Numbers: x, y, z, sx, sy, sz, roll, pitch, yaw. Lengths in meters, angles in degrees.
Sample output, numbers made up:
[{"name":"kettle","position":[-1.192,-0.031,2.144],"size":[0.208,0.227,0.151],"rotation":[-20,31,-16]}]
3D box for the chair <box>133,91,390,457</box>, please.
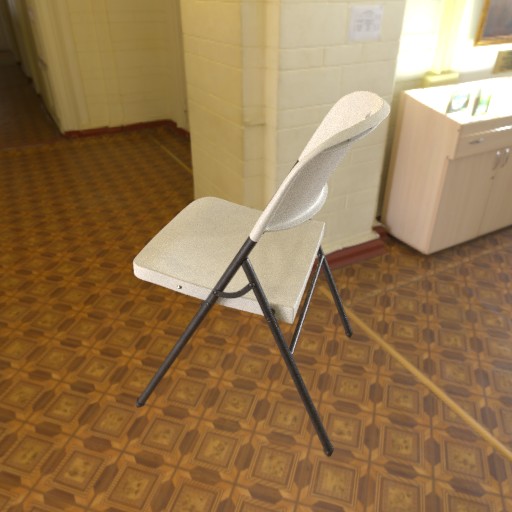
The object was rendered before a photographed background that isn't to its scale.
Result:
[{"name":"chair","position":[0.000,0.000,1.170],"size":[0.566,0.810,0.494],"rotation":[9,32,14]}]
